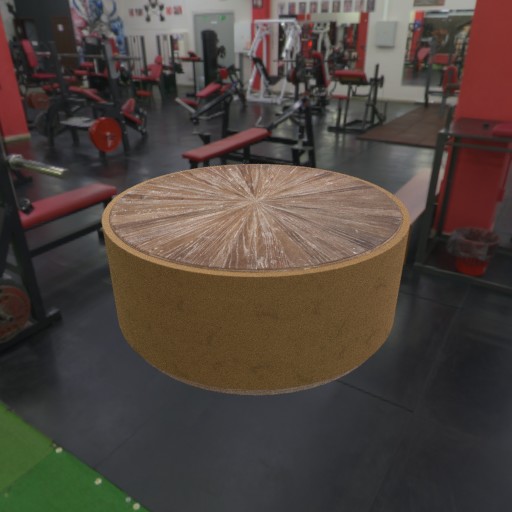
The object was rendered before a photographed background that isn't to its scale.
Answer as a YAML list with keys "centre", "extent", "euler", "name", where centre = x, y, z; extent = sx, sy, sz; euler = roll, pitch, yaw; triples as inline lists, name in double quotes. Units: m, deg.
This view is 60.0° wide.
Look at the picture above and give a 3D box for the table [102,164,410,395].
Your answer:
- centre: [0.000, 0.000, 1.594]
  extent: [1.001, 0.409, 1.001]
  euler: [0, 27, 0]
  name: "table"
